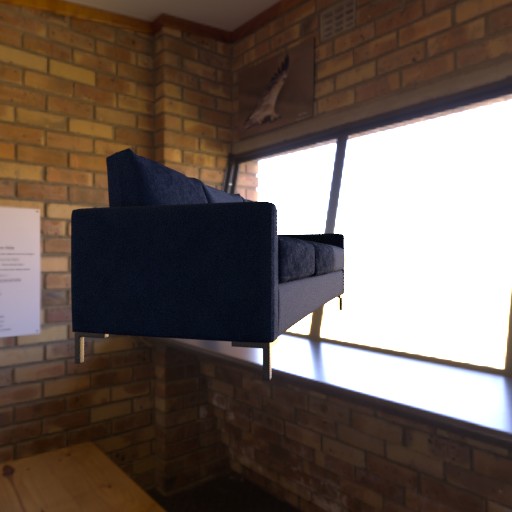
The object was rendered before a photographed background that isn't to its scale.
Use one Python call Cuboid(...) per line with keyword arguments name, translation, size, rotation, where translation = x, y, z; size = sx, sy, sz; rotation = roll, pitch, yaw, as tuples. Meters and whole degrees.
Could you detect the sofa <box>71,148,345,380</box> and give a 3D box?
Cuboid(name="sofa", translation=(0.000, 0.000, 2.705), size=(0.875, 0.879, 2.252), rotation=(0, 0, 18))
